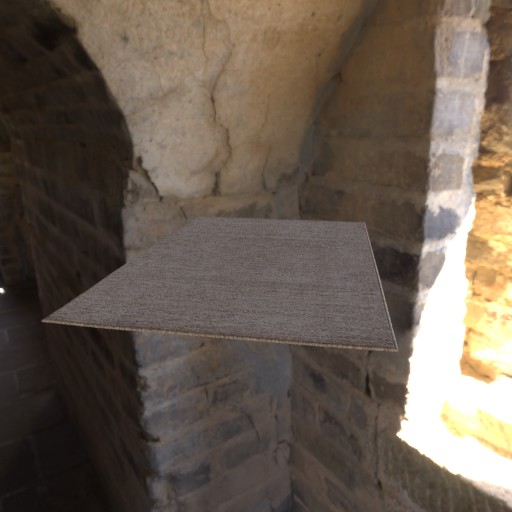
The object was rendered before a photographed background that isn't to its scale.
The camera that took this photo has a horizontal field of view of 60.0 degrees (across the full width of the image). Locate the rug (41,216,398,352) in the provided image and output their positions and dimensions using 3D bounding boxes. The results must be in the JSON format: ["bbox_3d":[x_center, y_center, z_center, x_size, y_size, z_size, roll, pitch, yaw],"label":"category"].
[{"bbox_3d":[0.000,0.000,2.314,1.211,0.018,1.822,3,17,10],"label":"rug"}]
